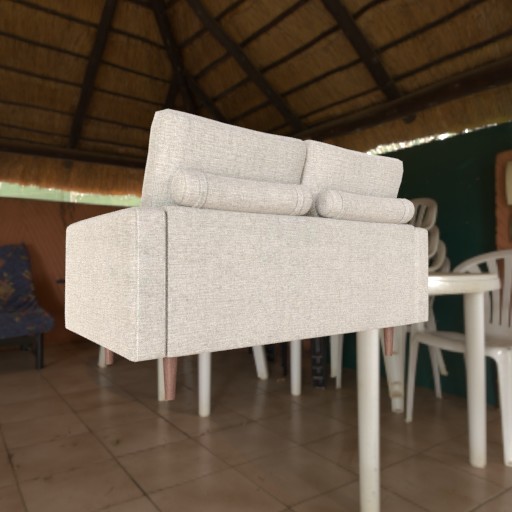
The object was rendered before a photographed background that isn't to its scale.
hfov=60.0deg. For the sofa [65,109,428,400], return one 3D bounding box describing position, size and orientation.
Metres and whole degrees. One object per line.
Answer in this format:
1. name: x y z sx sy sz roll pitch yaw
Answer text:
1. sofa: 0.000 0.000 1.938 1.407 0.907 0.842 0 -1 -36
